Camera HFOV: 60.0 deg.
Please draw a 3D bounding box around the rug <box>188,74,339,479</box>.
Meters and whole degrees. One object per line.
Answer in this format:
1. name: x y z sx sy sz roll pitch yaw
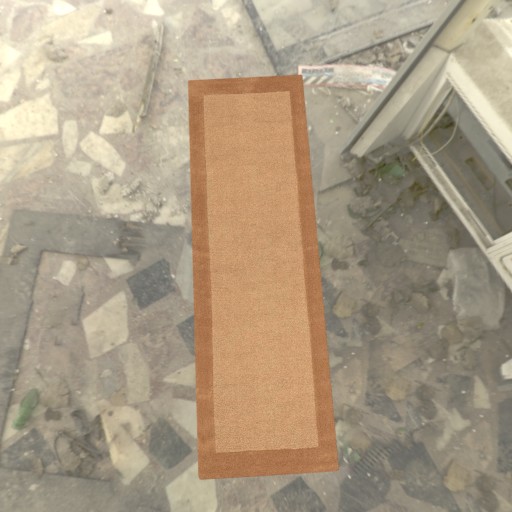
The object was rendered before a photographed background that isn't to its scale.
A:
1. rug: 0.000 0.000 2.671 0.764 0.017 2.439 -3 77 -1
